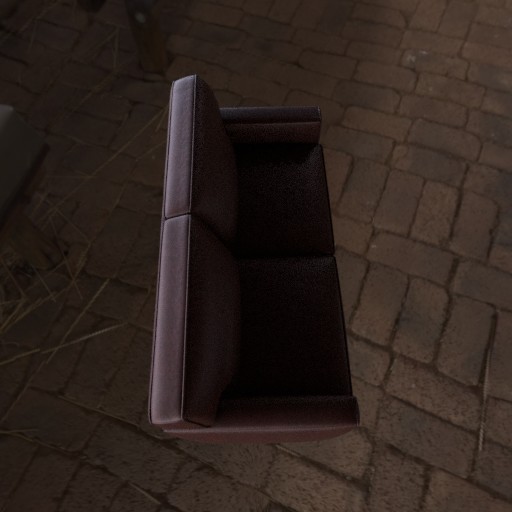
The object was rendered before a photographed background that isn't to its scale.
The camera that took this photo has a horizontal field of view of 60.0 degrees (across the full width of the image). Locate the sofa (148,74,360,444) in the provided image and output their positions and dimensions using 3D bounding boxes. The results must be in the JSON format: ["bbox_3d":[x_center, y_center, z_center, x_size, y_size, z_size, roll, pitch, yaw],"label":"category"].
[{"bbox_3d":[0.000,0.000,2.423,0.912,0.928,1.876,-2,64,-1],"label":"sofa"}]
